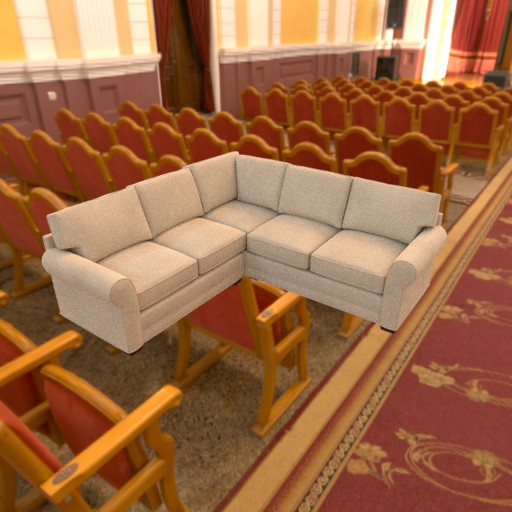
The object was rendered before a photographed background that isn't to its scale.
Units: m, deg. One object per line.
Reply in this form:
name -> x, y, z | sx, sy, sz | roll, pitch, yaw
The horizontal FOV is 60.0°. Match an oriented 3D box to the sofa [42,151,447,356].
sofa -> 0.000, 0.000, 3.832 | 2.569, 1.054, 2.487 | 18, 32, 31
